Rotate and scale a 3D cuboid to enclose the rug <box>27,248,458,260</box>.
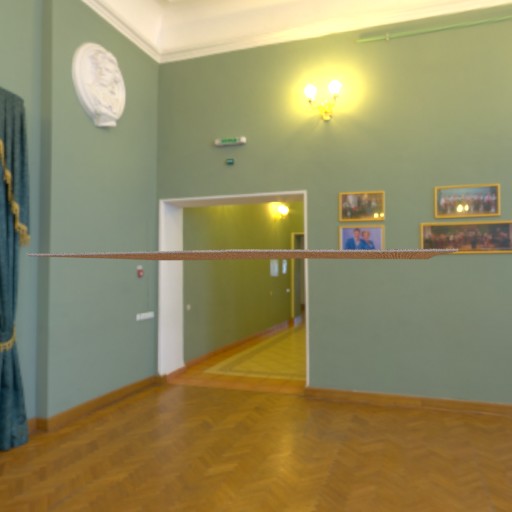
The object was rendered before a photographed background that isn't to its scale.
[{"bbox_3d":[0.000,0.000,3.029,2.342,0.030,1.609,0,-2,18],"label":"rug"}]
